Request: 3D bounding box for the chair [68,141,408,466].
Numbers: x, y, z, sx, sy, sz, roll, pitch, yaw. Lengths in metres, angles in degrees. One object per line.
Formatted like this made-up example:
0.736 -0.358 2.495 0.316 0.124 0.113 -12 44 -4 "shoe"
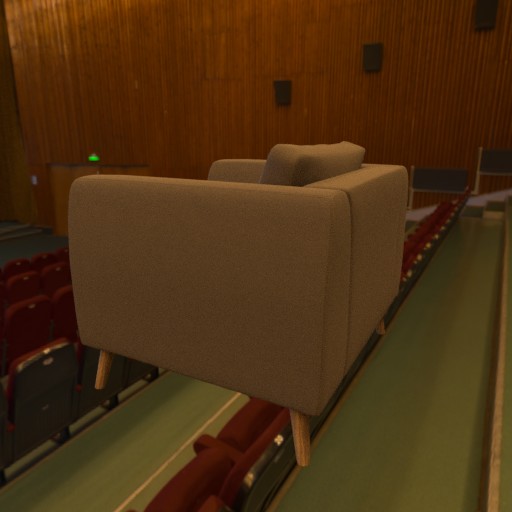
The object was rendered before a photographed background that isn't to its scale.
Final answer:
0.000 0.000 1.699 0.930 0.860 1.000 9 18 27 "chair"
